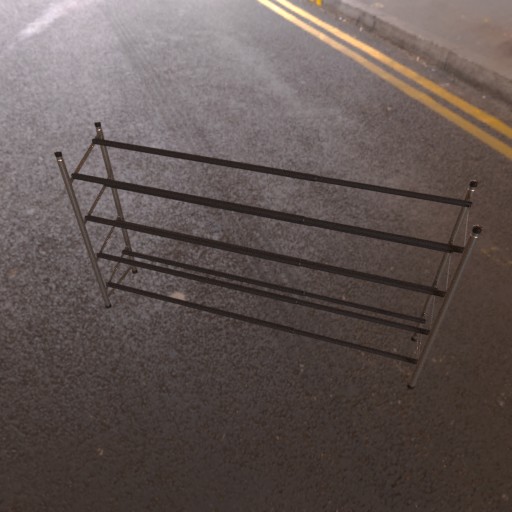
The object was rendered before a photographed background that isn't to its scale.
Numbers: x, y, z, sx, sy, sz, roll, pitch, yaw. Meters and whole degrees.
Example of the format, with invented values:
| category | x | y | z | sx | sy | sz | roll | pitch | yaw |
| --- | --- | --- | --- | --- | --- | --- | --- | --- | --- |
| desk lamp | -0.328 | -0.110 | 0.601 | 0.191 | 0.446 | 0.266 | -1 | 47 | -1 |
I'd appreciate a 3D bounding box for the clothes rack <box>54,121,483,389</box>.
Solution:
| category | x | y | z | sx | sy | sz | roll | pitch | yaw |
| --- | --- | --- | --- | --- | --- | --- | --- | --- | --- |
| clothes rack | 0.000 | 0.000 | 1.450 | 1.168 | 0.672 | 0.229 | 12 | 43 | 13 |
